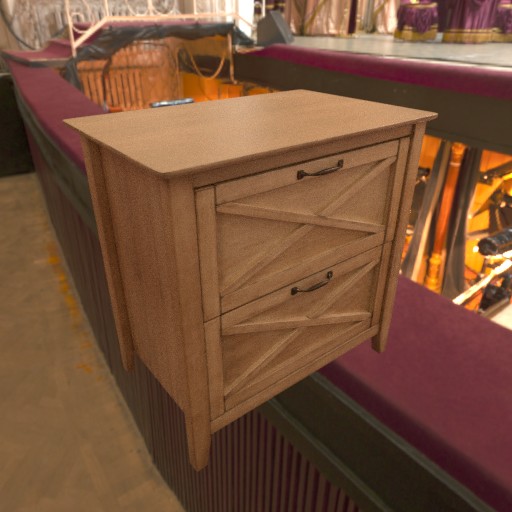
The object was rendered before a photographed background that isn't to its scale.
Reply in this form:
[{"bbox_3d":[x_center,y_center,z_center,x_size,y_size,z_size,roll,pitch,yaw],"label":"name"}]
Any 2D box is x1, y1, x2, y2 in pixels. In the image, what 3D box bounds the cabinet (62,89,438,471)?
[{"bbox_3d":[0.000,0.000,1.244,0.763,0.762,0.503,-21,35,-33],"label":"cabinet"}]
